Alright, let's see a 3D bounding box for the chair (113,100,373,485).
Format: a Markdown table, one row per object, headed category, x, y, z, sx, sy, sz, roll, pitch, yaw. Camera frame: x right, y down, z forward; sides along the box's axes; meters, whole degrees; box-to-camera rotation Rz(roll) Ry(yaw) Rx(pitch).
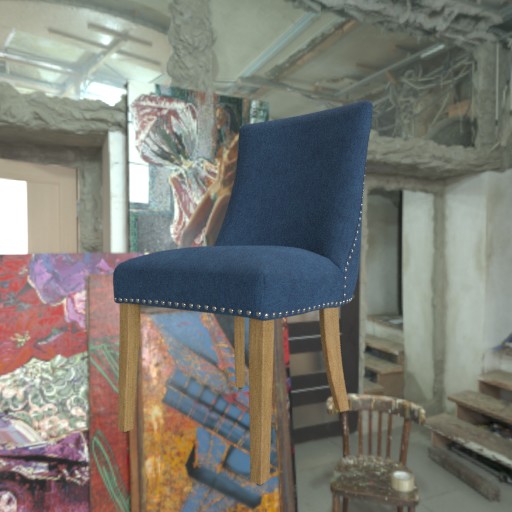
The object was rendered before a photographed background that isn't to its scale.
| category | x | y | z | sx | sy | sz | roll | pitch | yaw |
| --- | --- | --- | --- | --- | --- | --- | --- | --- | --- |
| chair | 0.000 | 0.000 | 1.227 | 0.495 | 0.902 | 0.610 | 1 | 2 | 36 |
